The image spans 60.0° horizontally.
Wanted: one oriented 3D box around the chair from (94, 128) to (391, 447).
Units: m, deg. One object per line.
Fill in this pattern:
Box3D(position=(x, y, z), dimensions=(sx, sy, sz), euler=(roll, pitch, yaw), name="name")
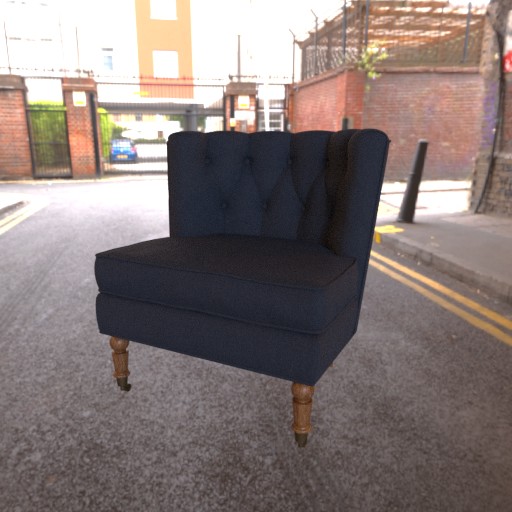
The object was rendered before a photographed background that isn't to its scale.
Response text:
Box3D(position=(0.000, 0.000, 1.387), dimensions=(0.740, 0.771, 0.718), euler=(7, 16, 26), name="chair")
